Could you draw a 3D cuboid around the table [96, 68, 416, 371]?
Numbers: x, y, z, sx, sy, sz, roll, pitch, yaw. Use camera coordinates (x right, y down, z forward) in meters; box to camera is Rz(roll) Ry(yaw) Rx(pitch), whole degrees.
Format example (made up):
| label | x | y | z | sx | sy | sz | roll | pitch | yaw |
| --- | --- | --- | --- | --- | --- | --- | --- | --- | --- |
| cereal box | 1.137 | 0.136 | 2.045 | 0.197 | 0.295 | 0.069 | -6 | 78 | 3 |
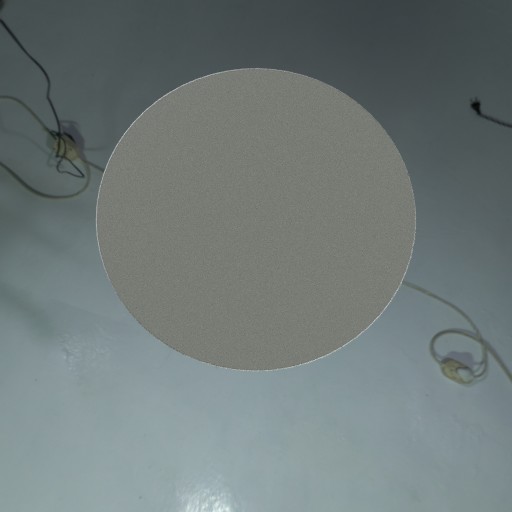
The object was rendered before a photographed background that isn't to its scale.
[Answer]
| label | x | y | z | sx | sy | sz | roll | pitch | yaw |
| --- | --- | --- | --- | --- | --- | --- | --- | --- | --- |
| table | 0.000 | 0.000 | 0.840 | 0.418 | 0.532 | 0.418 | 15 | 76 | 4 |
